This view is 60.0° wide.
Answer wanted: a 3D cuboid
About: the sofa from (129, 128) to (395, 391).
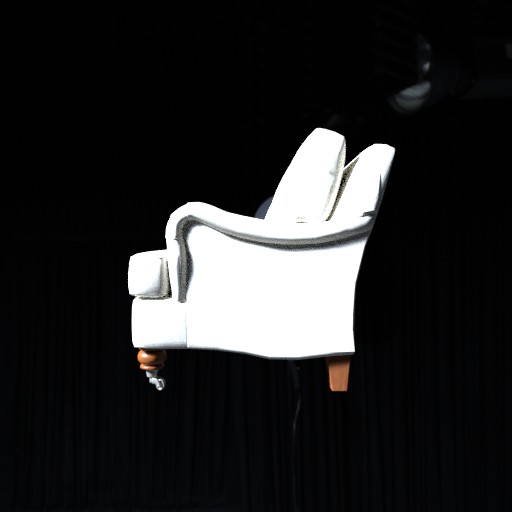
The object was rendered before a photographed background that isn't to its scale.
[{"bbox_3d":[0.000,0.000,2.791,1.086,1.087,2.159,0,0,-1],"label":"sofa"}]
